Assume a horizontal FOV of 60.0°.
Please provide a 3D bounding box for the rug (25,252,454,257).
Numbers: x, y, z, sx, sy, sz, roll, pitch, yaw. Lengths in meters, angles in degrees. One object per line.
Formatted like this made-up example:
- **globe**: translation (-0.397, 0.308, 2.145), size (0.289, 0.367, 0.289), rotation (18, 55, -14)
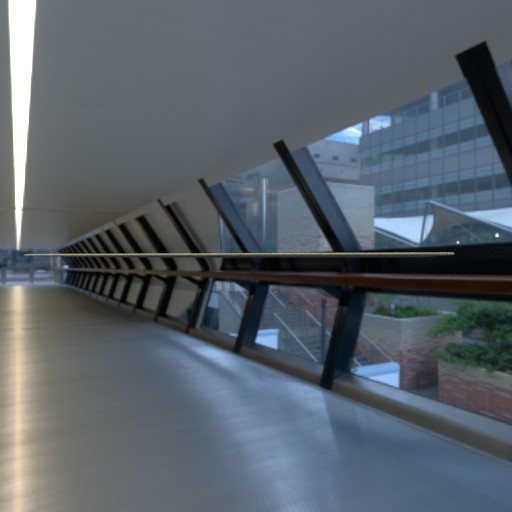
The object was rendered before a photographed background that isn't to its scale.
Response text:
- **rug**: translation (0.000, 0.000, 4.298), size (3.204, 0.016, 2.452), rotation (0, -1, 16)
